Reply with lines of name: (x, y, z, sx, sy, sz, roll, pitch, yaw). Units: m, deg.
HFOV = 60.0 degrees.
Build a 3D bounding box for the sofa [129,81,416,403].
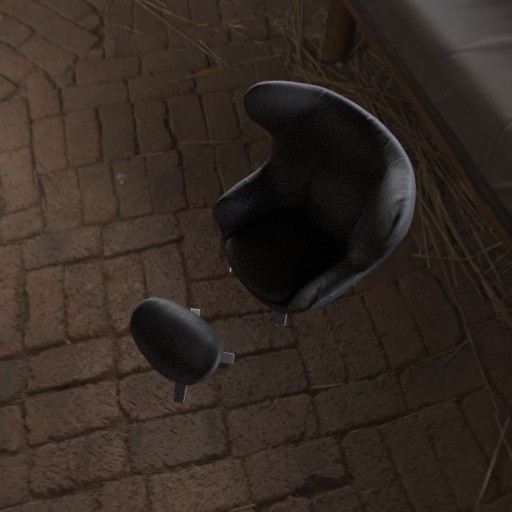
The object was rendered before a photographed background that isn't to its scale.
sofa: (0.000, 0.000, 2.142, 1.444, 1.135, 0.894, -36, 70, -15)
